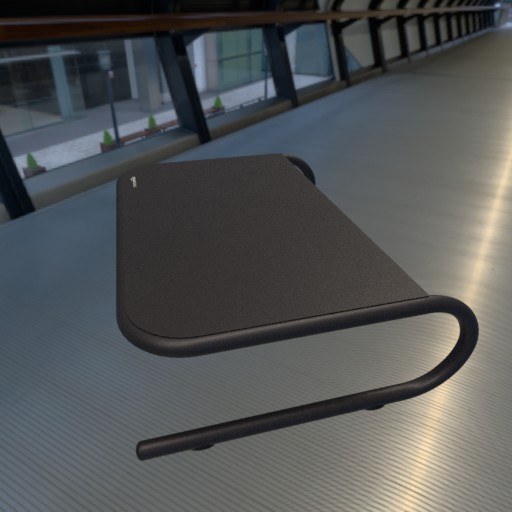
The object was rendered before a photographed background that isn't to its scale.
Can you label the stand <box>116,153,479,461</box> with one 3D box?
[{"bbox_3d":[0.000,0.000,0.483,0.280,0.108,0.370,-8,31,-13],"label":"stand"}]
